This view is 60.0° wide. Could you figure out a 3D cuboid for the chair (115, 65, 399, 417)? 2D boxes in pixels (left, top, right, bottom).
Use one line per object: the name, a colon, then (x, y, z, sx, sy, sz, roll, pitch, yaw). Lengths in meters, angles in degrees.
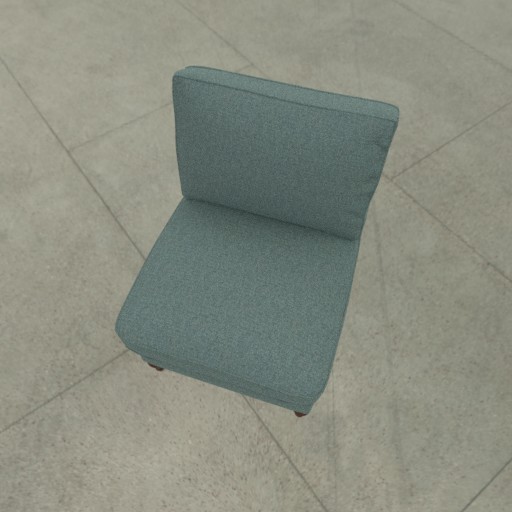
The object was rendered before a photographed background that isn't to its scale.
chair: (0.000, 0.000, 1.402, 0.624, 0.901, 0.796, 15, 60, 9)
